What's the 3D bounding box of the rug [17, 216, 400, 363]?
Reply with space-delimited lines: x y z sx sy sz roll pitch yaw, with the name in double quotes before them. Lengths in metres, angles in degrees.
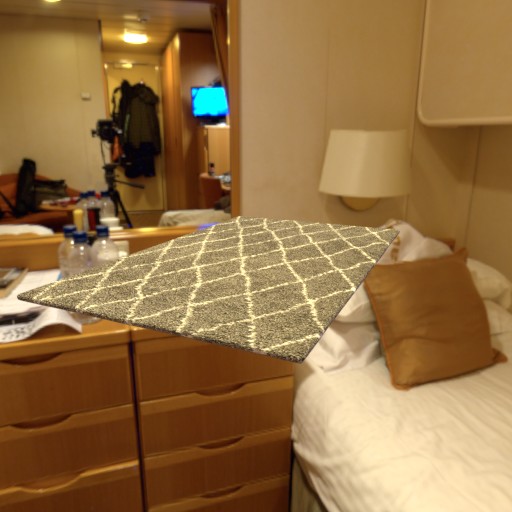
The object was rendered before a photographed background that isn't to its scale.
"rug" 0.000 0.000 2.974 1.524 0.030 2.438 7 17 24
